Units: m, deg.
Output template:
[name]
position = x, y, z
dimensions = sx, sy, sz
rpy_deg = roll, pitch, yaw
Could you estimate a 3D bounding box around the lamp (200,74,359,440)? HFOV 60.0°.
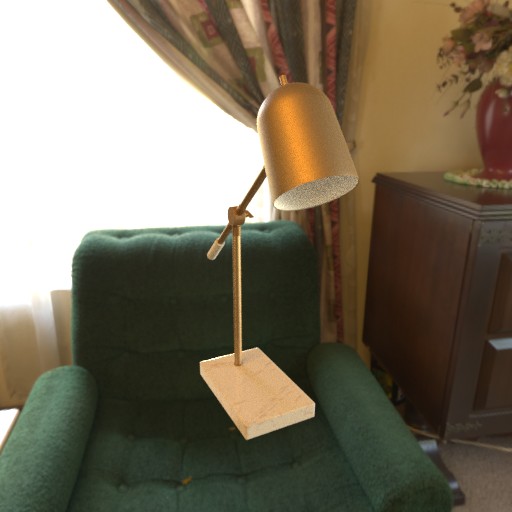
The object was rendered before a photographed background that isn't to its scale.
[lamp]
position = 0.000, 0.000, 0.812
dimensions = 0.144, 0.603, 0.471
rpy_deg = -9, 19, -25
